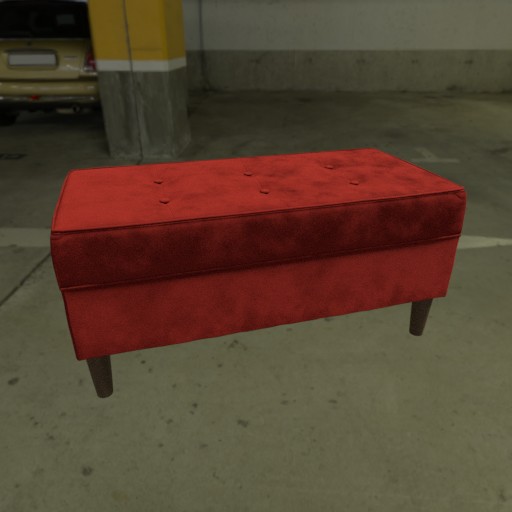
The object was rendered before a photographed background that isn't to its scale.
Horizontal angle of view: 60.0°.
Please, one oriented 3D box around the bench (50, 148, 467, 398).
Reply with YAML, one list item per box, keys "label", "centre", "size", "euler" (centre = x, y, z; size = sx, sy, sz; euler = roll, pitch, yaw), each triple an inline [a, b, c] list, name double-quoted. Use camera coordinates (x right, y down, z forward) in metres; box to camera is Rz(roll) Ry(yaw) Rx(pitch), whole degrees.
- label: "bench"
  centre: [0.000, 0.000, 1.302]
  size: [1.016, 0.471, 0.492]
  euler: [-8, 28, -15]
